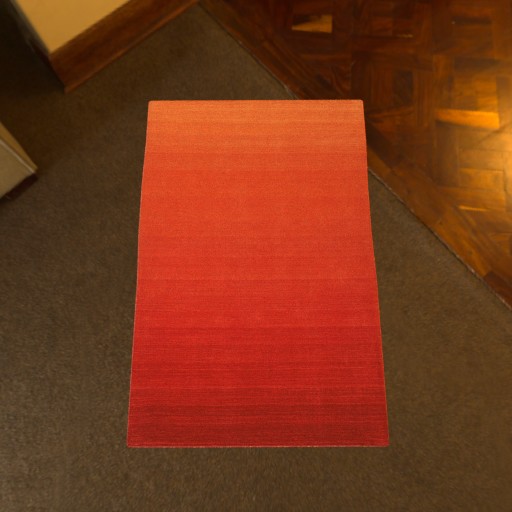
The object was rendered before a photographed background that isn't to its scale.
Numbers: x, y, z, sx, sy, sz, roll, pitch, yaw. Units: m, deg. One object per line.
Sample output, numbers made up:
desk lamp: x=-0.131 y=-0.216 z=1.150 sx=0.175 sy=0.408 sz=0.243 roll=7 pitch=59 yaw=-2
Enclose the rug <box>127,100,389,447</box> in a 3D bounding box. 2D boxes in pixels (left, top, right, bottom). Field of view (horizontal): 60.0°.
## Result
rug: x=0.000 y=0.000 z=2.293 sx=1.230 sy=0.018 sz=1.835 roll=0 pitch=75 yaw=0
